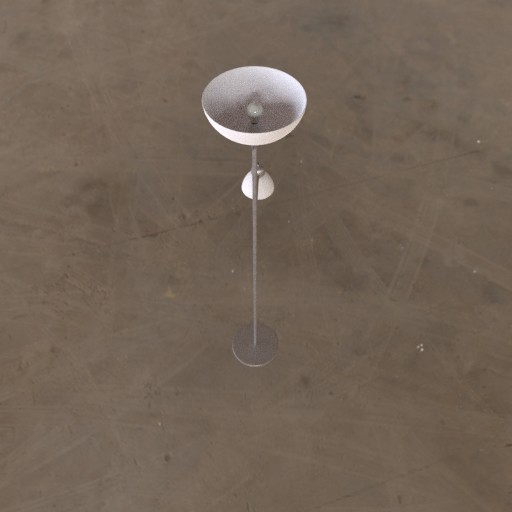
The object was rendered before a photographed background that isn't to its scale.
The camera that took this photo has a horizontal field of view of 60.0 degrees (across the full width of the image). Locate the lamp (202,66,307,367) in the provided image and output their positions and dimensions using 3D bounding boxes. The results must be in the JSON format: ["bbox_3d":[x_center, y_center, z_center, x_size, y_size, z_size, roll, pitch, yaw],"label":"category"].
[{"bbox_3d":[0.000,0.000,1.958,0.279,1.804,0.425,3,58,2],"label":"lamp"}]
